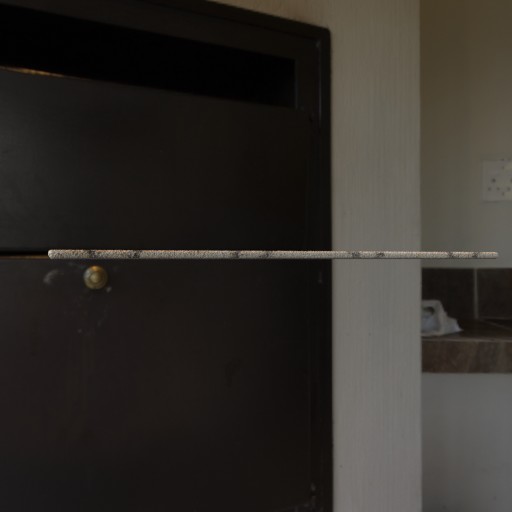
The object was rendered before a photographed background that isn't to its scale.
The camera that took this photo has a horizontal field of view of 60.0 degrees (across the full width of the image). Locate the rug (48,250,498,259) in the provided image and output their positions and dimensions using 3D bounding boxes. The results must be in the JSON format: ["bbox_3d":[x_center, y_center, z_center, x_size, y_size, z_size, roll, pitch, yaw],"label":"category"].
[{"bbox_3d":[0.000,0.000,2.031,1.600,0.025,1.200,0,0,-18],"label":"rug"}]
